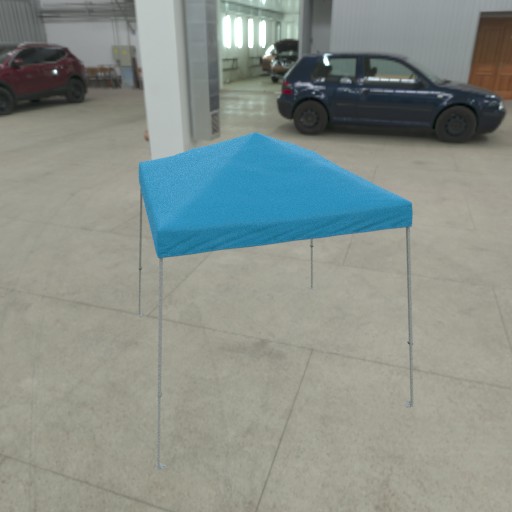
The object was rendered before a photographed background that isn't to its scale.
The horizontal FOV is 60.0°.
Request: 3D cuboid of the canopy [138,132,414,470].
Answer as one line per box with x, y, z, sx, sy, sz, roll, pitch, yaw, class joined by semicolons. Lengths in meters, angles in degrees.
0.000;0.000;6.603;3.600;3.600;3.599;-8;27;-15;canopy
